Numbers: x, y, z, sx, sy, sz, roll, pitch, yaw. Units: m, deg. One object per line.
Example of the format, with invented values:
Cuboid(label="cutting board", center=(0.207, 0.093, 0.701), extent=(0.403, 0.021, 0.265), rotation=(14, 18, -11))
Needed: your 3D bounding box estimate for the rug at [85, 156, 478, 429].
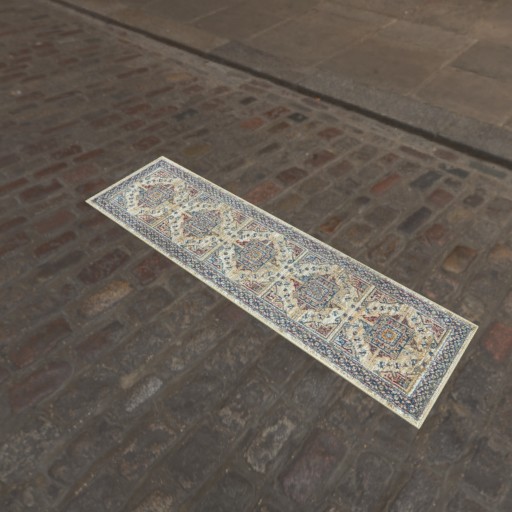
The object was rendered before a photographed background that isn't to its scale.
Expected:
Cuboid(label="rug", center=(0.000, 0.000, 2.510), extent=(2.297, 0.013, 0.661), rotation=(31, 54, 26))
